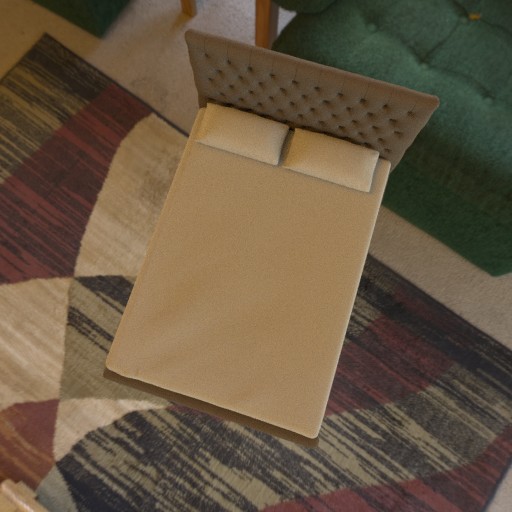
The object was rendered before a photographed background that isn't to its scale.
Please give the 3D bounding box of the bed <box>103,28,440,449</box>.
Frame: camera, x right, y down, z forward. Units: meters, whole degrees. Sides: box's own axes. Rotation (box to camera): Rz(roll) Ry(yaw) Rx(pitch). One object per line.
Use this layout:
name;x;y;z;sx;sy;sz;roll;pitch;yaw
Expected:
bed;0.000;0.000;3.260;1.698;1.427;2.387;17;78;4
